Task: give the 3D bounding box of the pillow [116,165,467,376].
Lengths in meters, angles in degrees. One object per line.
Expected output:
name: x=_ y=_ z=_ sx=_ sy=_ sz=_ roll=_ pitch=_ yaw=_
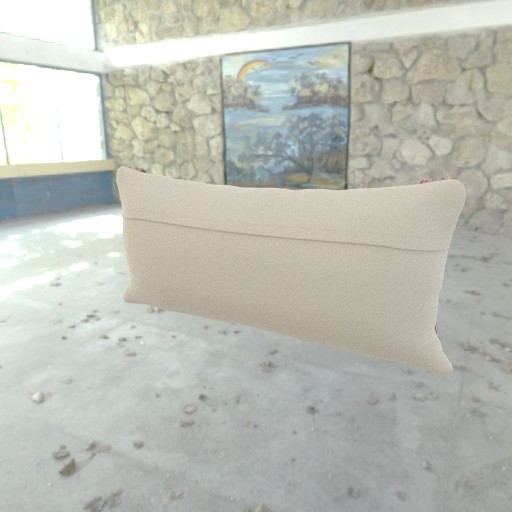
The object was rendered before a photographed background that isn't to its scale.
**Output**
pillow: x=0.000 y=0.000 z=0.742 sx=0.635 sy=0.282 sz=0.139 roll=8 pitch=17 yaw=28
